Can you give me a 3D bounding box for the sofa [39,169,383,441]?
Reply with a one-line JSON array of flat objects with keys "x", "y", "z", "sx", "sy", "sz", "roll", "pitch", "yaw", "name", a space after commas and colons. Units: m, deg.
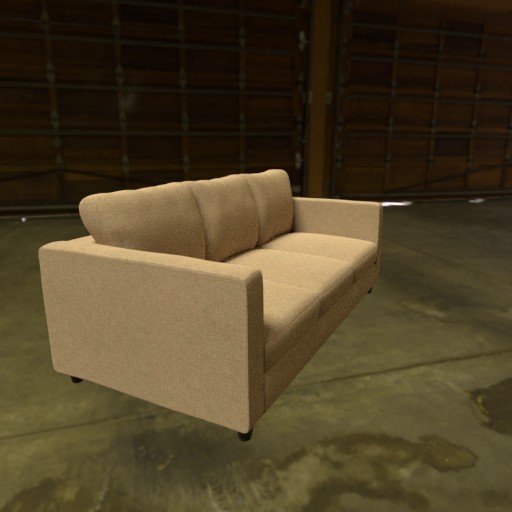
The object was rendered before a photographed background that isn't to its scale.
[{"x": 0.000, "y": 0.000, "z": 2.324, "sx": 0.930, "sy": 0.800, "sz": 1.855, "roll": 7, "pitch": 16, "yaw": 27, "name": "sofa"}]
